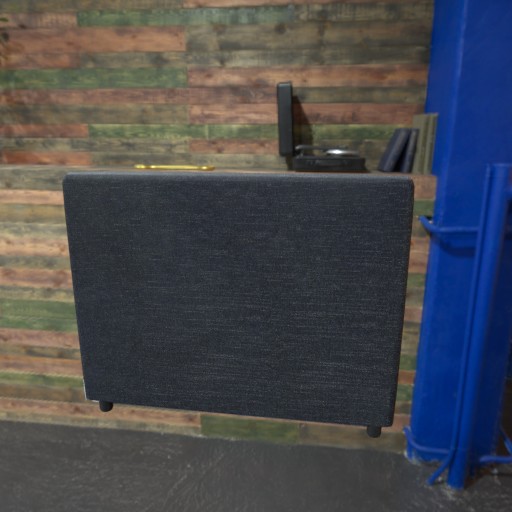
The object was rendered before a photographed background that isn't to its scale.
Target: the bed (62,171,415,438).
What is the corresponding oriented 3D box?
[{"bbox_3d":[0.000,0.000,3.184,1.723,1.330,2.142,2,15,8],"label":"bed"}]
